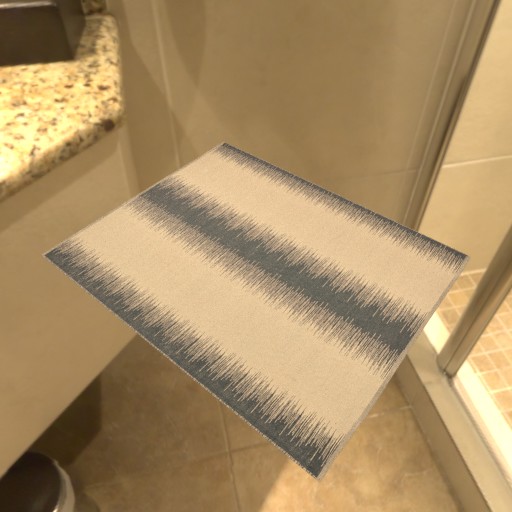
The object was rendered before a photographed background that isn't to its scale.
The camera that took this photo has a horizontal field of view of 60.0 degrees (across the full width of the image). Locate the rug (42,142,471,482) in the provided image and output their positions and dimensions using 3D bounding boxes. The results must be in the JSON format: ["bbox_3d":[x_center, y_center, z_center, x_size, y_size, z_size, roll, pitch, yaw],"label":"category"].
[{"bbox_3d":[0.000,0.000,4.006,3.037,0.004,2.453,31,53,26],"label":"rug"}]
